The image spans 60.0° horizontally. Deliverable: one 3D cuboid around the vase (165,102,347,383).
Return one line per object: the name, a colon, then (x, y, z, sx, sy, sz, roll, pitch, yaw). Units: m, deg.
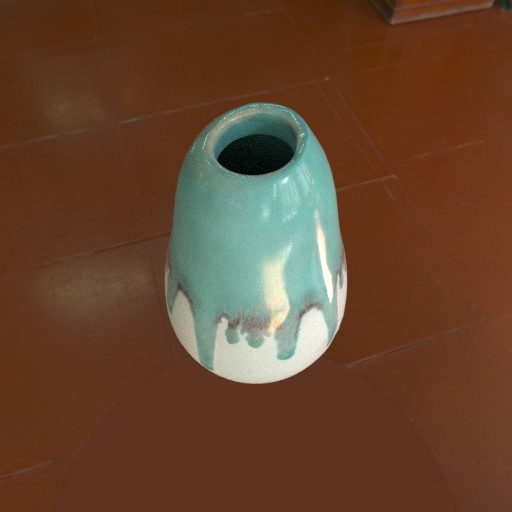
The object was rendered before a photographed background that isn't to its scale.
vase: (0.000, 0.000, 0.256, 0.116, 0.179, 0.116, 0, 57, 0)
